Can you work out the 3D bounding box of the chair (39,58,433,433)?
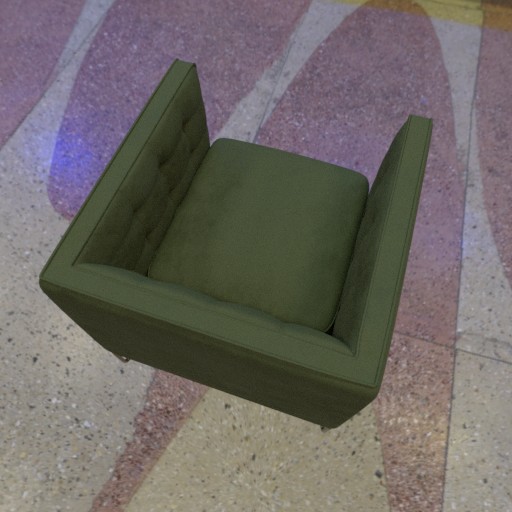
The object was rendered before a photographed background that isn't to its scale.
[{"bbox_3d":[0.000,0.000,1.547,0.880,0.790,0.894,17,63,9],"label":"chair"}]
